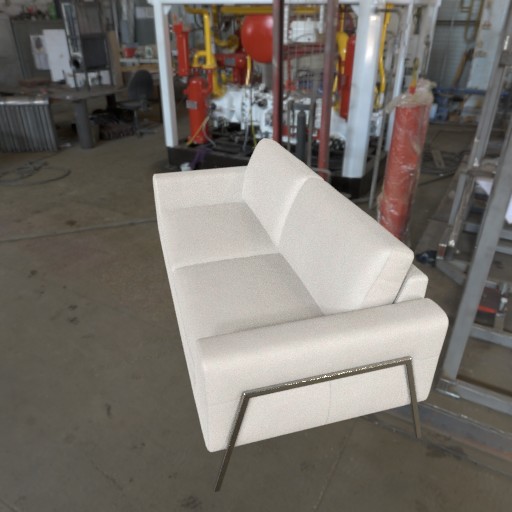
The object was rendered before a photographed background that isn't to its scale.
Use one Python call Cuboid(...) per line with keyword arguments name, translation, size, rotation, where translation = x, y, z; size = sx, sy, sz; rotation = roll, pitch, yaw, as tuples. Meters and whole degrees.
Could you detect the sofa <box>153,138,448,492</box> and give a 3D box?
Cuboid(name="sofa", translation=(0.000, 0.000, 2.459), size=(0.953, 0.875, 2.017), rotation=(-8, 30, -14))
